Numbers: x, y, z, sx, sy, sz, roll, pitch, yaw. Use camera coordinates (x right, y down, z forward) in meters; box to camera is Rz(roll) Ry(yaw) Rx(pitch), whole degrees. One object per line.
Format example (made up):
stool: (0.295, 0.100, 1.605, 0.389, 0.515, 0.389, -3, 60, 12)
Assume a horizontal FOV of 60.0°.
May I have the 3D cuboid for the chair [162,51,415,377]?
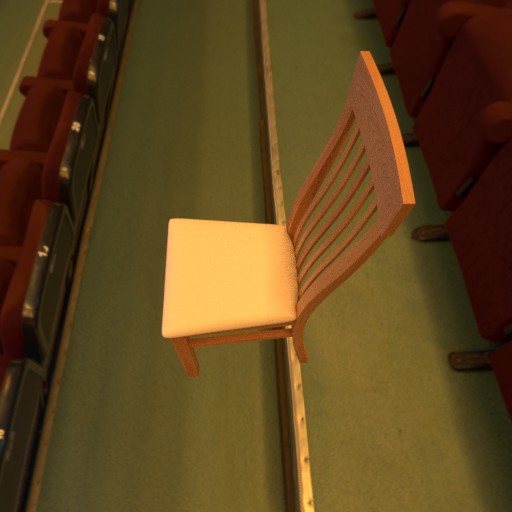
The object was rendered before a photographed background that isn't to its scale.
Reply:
chair: (0.000, 0.000, 1.355, 0.580, 1.050, 0.450, -2, 59, -2)
